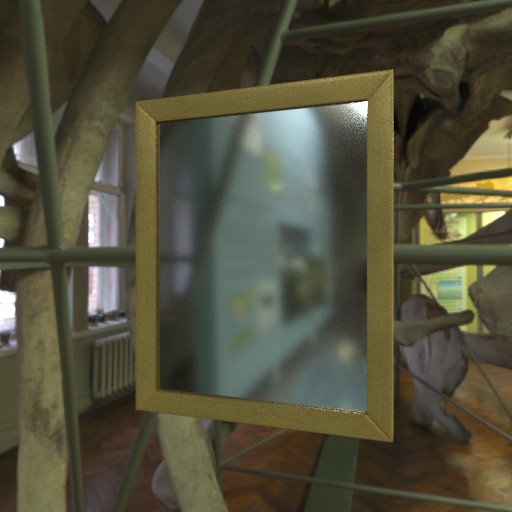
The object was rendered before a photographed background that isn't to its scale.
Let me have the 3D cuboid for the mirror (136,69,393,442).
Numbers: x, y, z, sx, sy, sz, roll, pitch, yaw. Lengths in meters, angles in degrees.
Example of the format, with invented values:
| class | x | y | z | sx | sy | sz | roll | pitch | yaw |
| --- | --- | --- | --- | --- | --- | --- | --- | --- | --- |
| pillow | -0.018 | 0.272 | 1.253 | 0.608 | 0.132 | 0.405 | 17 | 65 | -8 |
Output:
| class | x | y | z | sx | sy | sz | roll | pitch | yaw |
| --- | --- | --- | --- | --- | --- | --- | --- | --- | --- |
| mirror | 0.000 | 0.000 | 0.685 | 0.405 | 0.508 | 0.041 | 0 | 0 | 18 |
